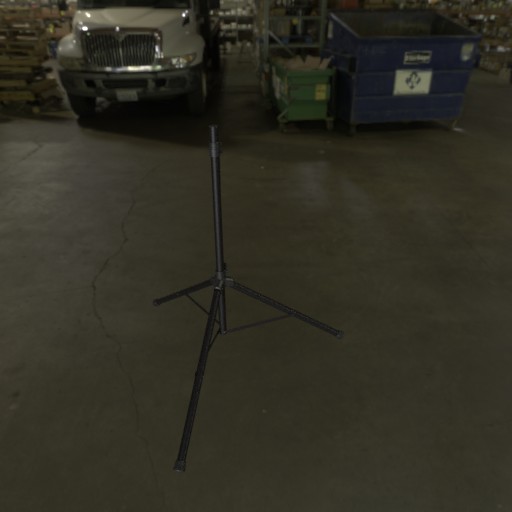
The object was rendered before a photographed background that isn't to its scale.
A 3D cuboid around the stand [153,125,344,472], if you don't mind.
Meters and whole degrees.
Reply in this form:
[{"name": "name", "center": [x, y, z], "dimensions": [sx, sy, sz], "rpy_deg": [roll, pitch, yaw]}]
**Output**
[{"name": "stand", "center": [0.000, 0.000, 2.718], "dimensions": [1.339, 1.595, 1.596], "rpy_deg": [-7, 30, -12]}]
